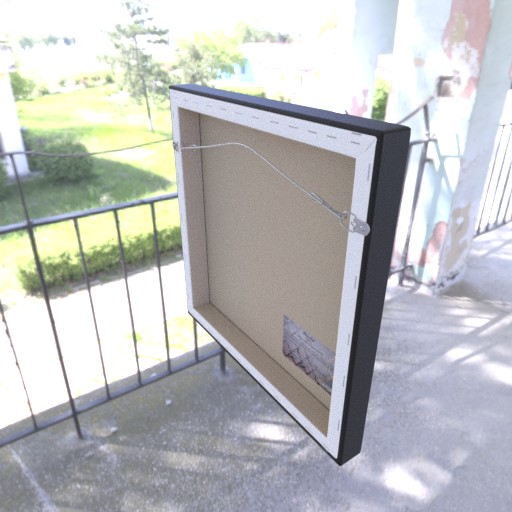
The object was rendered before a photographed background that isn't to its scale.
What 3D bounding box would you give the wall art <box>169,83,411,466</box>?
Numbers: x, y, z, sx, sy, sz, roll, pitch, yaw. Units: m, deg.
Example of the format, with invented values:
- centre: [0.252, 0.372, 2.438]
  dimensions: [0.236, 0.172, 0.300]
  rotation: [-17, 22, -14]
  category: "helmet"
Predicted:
- centre: [0.000, 0.000, 0.607]
  dimensions: [0.041, 0.407, 0.406]
  rotation: [-18, 32, -31]
  category: "wall art"
